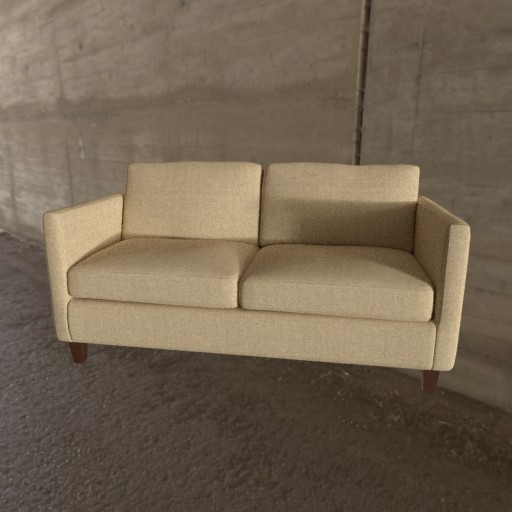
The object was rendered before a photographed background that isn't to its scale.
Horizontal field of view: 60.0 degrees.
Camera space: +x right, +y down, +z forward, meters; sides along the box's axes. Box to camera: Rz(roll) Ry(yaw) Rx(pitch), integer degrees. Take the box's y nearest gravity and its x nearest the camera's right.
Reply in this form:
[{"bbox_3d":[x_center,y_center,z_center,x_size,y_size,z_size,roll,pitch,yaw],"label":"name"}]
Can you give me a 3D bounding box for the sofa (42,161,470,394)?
[{"bbox_3d":[0.000,0.000,2.370,1.884,0.963,0.950,2,15,9],"label":"sofa"}]
